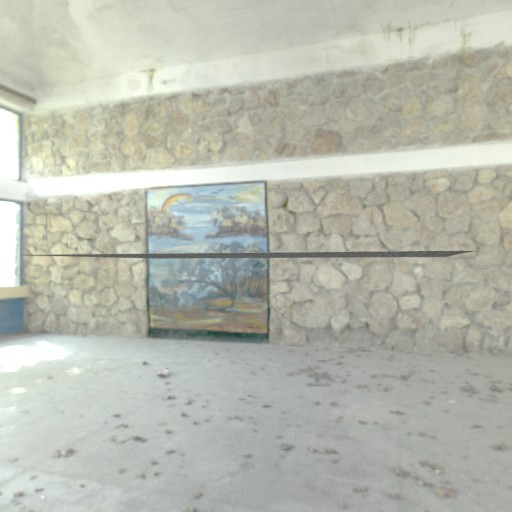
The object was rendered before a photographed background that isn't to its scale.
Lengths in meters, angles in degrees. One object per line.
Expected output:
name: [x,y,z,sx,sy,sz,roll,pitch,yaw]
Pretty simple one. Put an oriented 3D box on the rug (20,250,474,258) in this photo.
rug: [0.000,0.000,2.951,2.439,0.005,1.524,0,-1,19]
